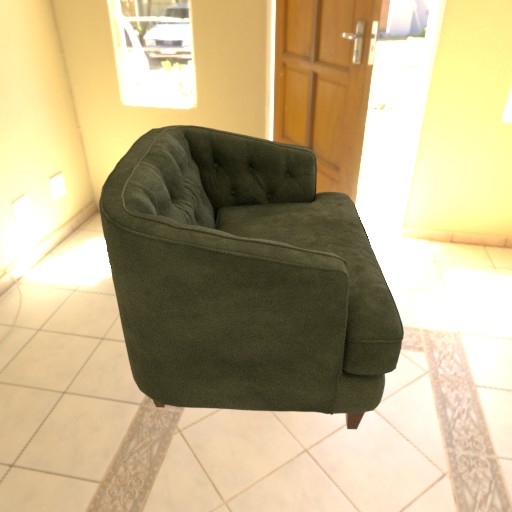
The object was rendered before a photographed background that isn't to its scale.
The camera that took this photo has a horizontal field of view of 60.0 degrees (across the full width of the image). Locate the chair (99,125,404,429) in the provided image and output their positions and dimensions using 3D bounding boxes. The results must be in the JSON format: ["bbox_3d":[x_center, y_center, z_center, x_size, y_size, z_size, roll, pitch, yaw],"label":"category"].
[{"bbox_3d":[0.000,0.000,1.780,0.941,0.852,1.104,1,32,1],"label":"chair"}]
